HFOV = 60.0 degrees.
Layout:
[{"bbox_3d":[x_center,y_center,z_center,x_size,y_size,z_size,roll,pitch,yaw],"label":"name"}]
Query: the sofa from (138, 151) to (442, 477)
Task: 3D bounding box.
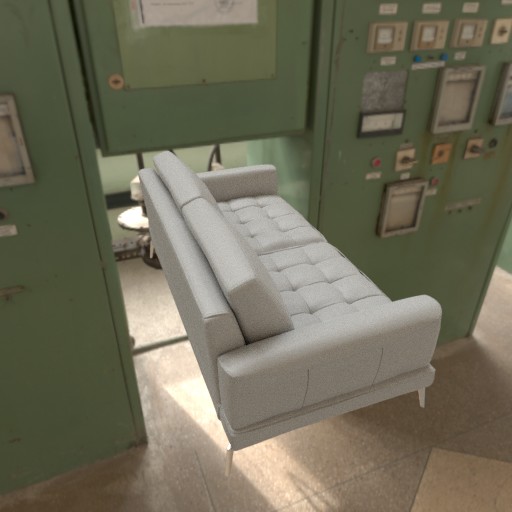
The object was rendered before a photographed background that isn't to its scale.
[{"bbox_3d":[0.000,0.000,2.773,1.121,0.930,2.177,-11,33,-18],"label":"sofa"}]
